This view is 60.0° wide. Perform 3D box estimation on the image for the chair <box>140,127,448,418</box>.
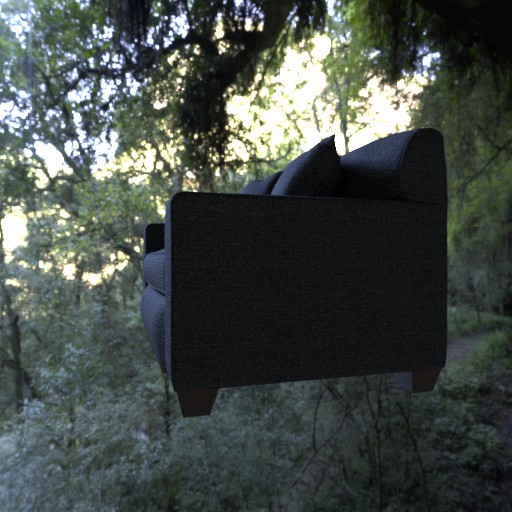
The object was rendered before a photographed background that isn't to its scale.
[{"bbox_3d":[0.000,0.000,2.034,1.000,0.948,1.383,0,0,-17],"label":"chair"}]
